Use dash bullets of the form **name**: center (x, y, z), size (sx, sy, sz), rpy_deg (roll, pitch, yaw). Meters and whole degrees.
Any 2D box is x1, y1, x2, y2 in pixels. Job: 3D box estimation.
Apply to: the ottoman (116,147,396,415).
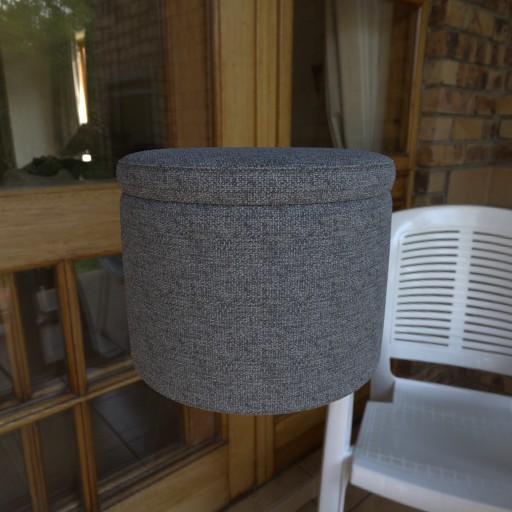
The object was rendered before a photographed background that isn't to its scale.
- **ottoman**: center (0.000, 0.000, 0.904), size (0.520, 0.430, 0.520), rpy_deg (0, 15, 0)
